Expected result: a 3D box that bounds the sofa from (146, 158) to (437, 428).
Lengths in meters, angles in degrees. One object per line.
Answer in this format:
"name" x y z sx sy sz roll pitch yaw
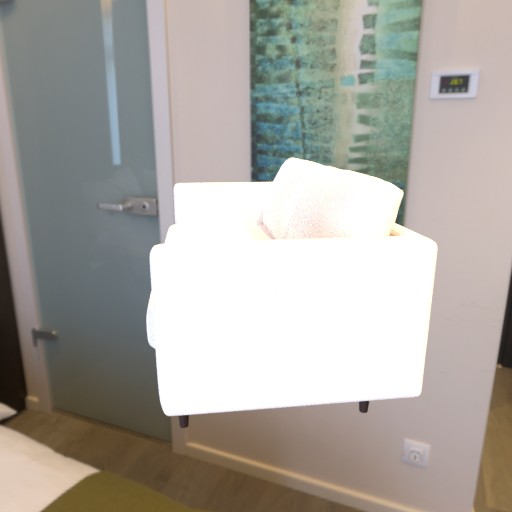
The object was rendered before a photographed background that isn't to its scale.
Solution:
"sofa" 0.000 0.000 2.200 0.940 0.893 1.713 -2 15 -7
